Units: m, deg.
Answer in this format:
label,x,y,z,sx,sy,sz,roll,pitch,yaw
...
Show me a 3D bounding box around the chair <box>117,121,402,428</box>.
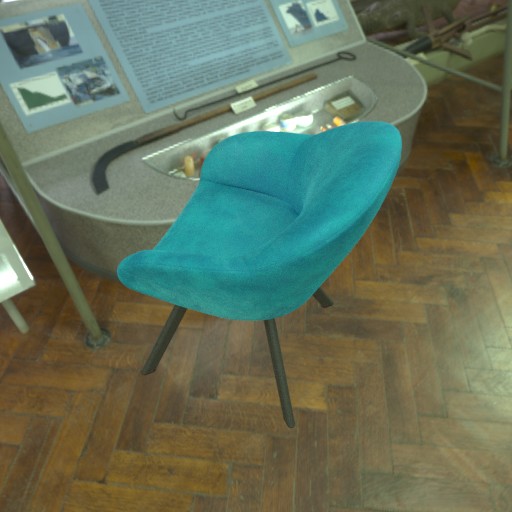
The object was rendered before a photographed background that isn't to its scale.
label,x,y,z,sx,sy,sz,roll,pitch,yaw
chair,0.000,0.000,1.186,0.590,0.795,0.550,15,48,14
